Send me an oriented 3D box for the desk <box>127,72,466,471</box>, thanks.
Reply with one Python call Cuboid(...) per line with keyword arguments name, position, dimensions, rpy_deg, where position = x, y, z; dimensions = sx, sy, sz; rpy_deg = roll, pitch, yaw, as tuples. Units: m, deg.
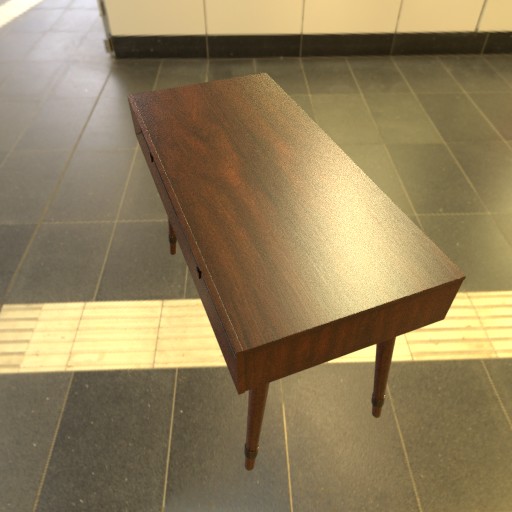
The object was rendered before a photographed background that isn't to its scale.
Cuboid(name="desk", position=(0.000, 0.000, 2.115), dimensions=(0.734, 1.031, 1.577), rpy_deg=(-16, 47, -15))
